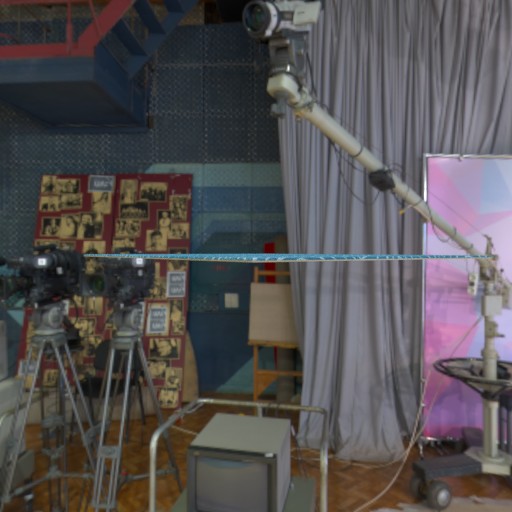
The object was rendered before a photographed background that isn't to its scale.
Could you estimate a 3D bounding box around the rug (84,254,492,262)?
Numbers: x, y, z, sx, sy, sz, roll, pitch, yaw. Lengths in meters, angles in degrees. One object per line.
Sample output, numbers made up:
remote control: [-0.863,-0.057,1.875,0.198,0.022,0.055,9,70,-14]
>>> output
rug: [0.000,0.000,2.774,1.543,0.015,2.144,0,1,-35]
